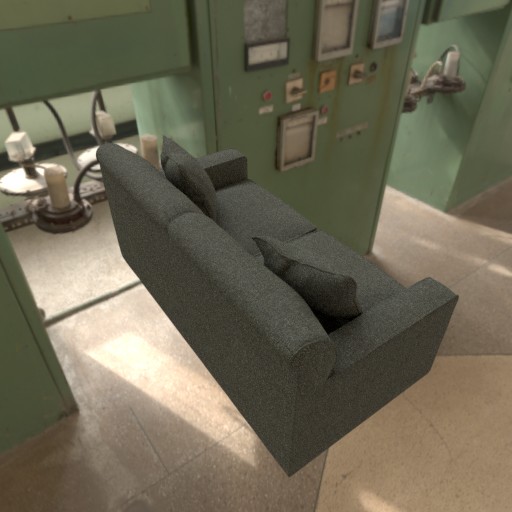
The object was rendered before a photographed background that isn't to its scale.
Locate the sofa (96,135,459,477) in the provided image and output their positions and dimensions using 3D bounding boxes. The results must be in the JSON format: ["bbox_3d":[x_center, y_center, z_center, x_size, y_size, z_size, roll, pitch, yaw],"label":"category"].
[{"bbox_3d":[0.000,0.000,2.432,0.998,0.958,1.846,-24,45,-27],"label":"sofa"}]
